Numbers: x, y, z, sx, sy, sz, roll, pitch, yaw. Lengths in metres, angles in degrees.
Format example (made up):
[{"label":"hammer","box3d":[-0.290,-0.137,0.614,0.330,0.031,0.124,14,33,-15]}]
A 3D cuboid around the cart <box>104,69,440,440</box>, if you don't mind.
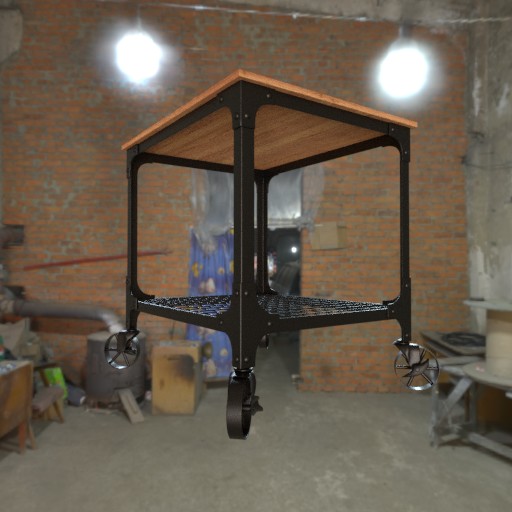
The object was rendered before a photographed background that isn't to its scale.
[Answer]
[{"label":"cart","box3d":[0.000,0.000,1.102,0.558,0.603,0.666,1,-1,-35]}]
